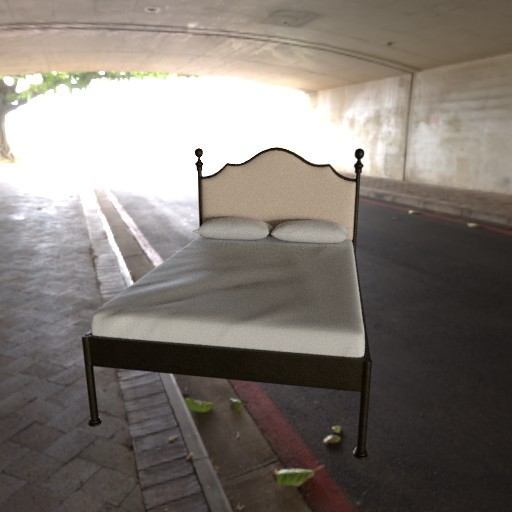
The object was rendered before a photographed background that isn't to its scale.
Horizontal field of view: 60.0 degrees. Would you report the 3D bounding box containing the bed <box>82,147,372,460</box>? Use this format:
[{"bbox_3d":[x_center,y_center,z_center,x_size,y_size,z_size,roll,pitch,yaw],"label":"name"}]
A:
[{"bbox_3d":[0.000,0.000,3.159,1.533,1.462,2.170,3,15,10],"label":"bed"}]
